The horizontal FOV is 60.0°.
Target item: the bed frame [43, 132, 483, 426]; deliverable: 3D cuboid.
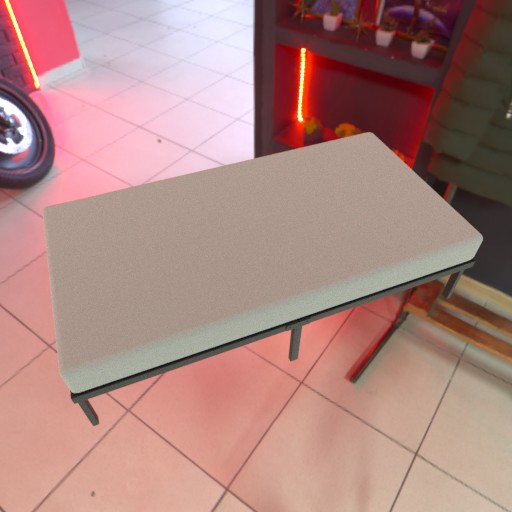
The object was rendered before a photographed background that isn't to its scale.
[{"bbox_3d":[0.000,0.000,3.160,2.635,0.680,1.393,-16,49,-15],"label":"bed frame"}]
